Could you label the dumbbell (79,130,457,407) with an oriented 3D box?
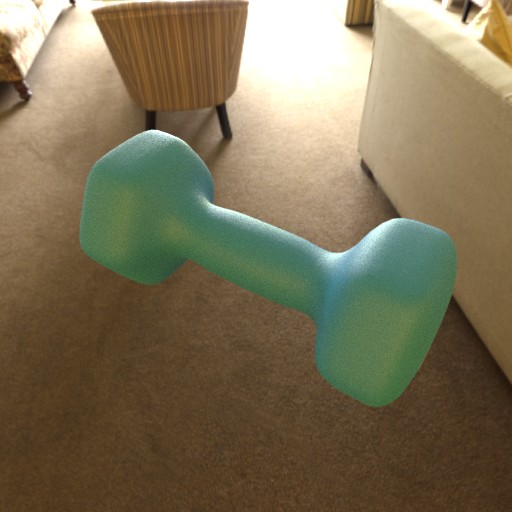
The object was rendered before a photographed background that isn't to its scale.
[{"bbox_3d":[0.000,0.000,0.187,0.152,0.066,0.074,24,50,22],"label":"dumbbell"}]
